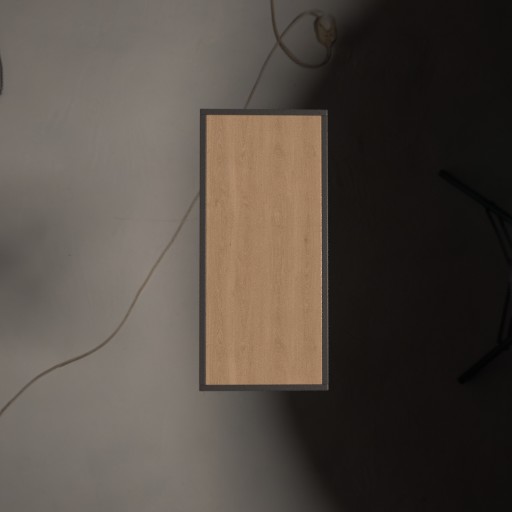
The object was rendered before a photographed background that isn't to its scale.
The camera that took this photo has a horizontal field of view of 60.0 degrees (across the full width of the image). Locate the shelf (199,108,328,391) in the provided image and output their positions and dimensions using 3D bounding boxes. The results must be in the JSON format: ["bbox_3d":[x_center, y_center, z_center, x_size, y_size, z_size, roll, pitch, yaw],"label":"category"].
[{"bbox_3d":[0.000,0.000,2.132,0.350,1.850,0.770,0,89,-1],"label":"shelf"}]
